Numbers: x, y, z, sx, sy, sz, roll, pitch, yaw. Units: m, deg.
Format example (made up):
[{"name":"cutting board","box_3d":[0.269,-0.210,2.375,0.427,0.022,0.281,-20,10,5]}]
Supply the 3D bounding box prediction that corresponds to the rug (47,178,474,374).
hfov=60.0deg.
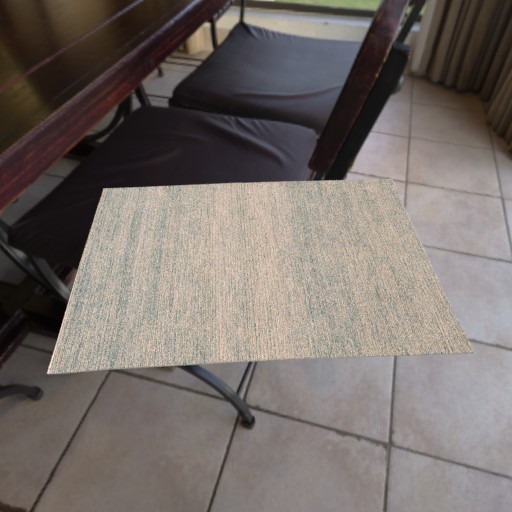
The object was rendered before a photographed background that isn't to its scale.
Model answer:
[{"name":"rug","box_3d":[0.000,0.000,2.939,2.306,0.030,1.613,-2,46,-2]}]
